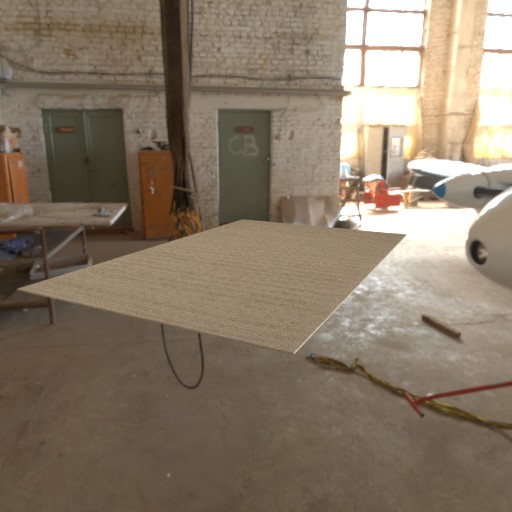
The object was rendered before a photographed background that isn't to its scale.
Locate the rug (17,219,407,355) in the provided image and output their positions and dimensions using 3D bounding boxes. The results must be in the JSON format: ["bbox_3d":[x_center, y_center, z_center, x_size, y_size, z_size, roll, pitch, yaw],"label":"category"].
[{"bbox_3d":[0.000,0.000,2.185,1.142,0.006,1.752,7,16,27],"label":"rug"}]
